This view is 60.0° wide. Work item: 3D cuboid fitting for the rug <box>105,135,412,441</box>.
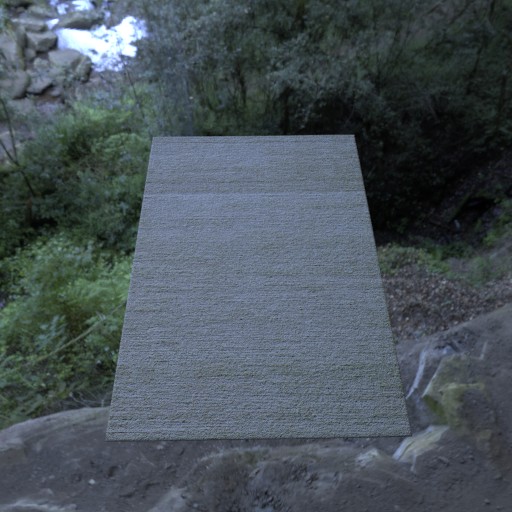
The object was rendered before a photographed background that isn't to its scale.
[{"bbox_3d":[0.000,0.000,5.065,2.782,0.025,3.935,-1,57,0],"label":"rug"}]
